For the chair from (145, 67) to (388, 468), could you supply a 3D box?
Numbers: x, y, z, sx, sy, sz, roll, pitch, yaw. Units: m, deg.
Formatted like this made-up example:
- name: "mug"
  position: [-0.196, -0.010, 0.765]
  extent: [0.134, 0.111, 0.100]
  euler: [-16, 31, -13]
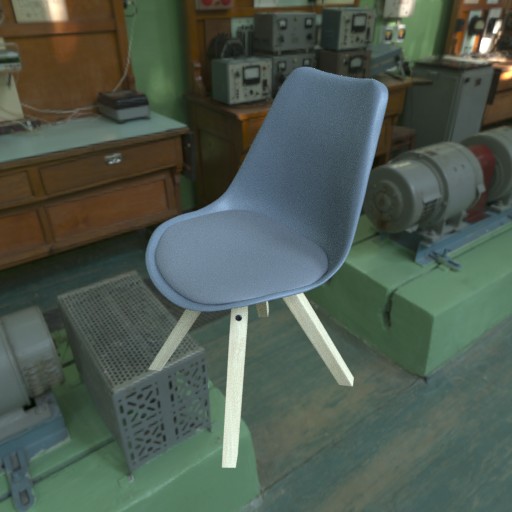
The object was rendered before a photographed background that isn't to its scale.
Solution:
- name: "chair"
  position: [0.000, 0.000, 1.161]
  extent: [0.550, 0.850, 0.485]
  euler: [-22, 38, -31]
